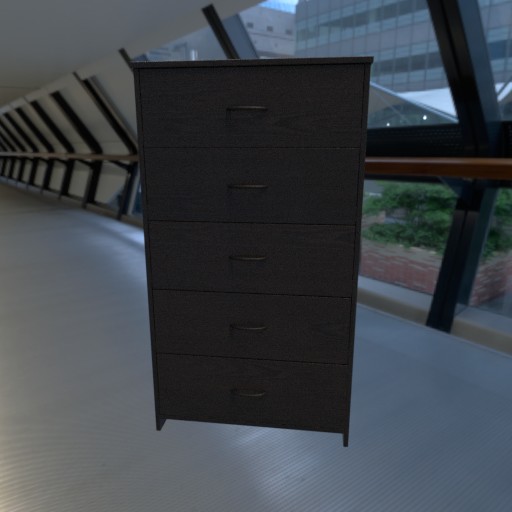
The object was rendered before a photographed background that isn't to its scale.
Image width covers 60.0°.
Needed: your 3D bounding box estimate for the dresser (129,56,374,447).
[{"bbox_3d":[0.000,0.000,1.600,0.704,1.254,0.418,2,15,7],"label":"dresser"}]
